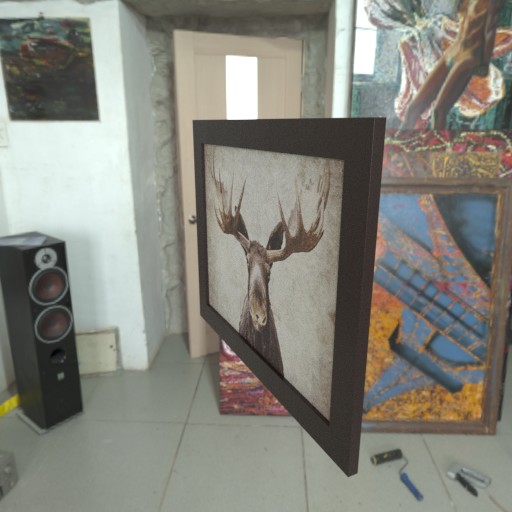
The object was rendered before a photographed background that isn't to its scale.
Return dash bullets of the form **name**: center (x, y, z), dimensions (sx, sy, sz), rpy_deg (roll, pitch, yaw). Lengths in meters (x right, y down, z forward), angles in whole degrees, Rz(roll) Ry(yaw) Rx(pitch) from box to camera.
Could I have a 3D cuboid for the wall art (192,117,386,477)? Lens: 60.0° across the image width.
- **wall art**: center (0.000, 0.000, 1.614), dimensions (0.034, 0.952, 1.207), rpy_deg (-8, 19, -25)
